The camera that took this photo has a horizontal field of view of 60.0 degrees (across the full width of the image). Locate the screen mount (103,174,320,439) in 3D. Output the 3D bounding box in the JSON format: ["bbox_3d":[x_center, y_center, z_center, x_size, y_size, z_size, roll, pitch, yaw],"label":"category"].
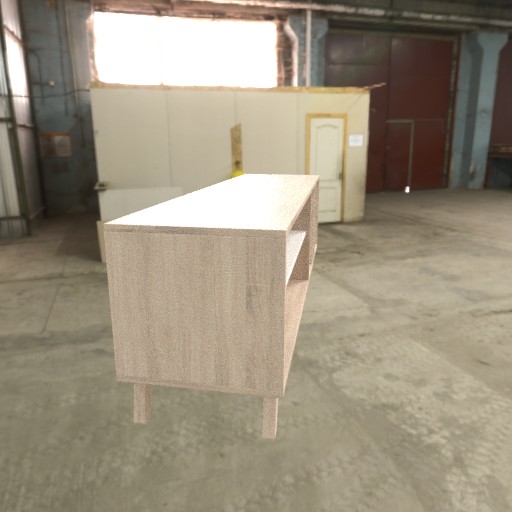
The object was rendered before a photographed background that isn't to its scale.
[{"bbox_3d":[0.000,0.000,1.706,0.400,0.510,1.500,3,15,10],"label":"screen mount"}]
